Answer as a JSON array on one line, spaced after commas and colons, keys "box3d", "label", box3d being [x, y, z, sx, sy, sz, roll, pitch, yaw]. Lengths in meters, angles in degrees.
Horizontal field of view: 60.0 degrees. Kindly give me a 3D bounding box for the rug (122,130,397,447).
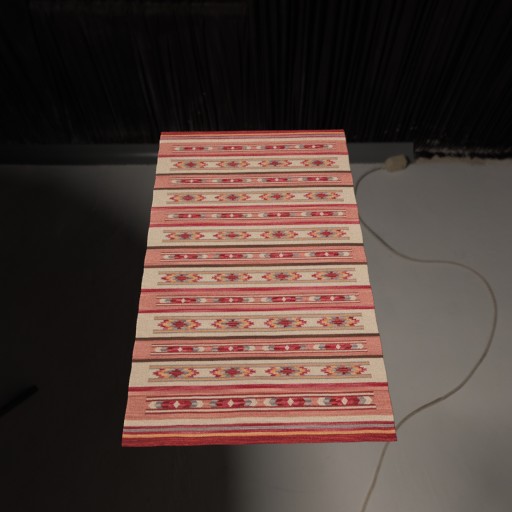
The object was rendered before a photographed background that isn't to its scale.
[{"box3d": [0.000, 0.000, 3.081, 1.535, 0.010, 2.431, -1, 59, -1], "label": "rug"}]
